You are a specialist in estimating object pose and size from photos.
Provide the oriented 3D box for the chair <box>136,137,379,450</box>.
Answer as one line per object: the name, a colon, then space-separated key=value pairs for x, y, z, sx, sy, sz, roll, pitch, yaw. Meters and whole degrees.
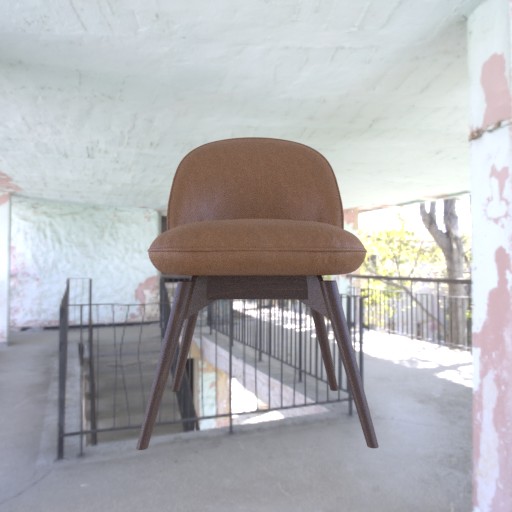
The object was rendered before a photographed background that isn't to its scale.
chair: x=0.000 y=0.000 z=1.214 sx=0.521 sy=0.831 sz=0.631 roll=0 pitch=-1 yaw=-1
